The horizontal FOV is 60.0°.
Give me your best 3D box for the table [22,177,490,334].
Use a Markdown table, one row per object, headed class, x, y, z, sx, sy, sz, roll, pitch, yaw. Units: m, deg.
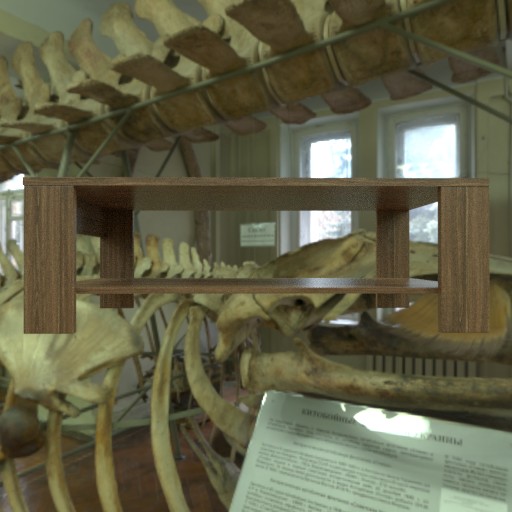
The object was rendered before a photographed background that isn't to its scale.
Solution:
| class | x | y | z | sx | sy | sz | roll | pitch | yaw |
| --- | --- | --- | --- | --- | --- | --- | --- | --- | --- |
| table | 0.000 | 0.000 | 1.437 | 1.200 | 0.400 | 0.600 | 0 | 0 | -1 |
